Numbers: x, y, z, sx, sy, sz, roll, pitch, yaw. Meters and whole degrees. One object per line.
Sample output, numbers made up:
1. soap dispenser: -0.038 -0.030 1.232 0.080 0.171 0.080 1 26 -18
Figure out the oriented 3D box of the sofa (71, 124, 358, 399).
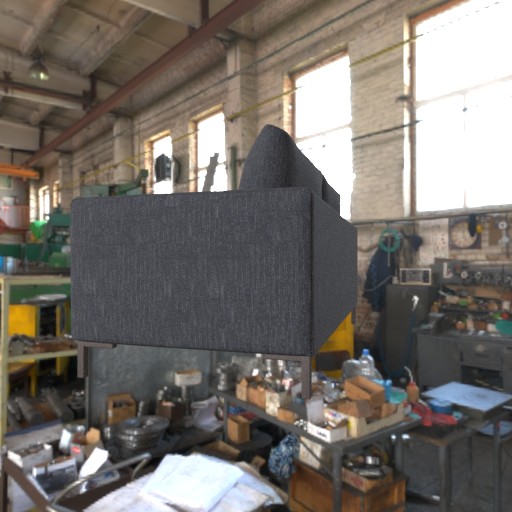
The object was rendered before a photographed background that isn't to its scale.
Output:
1. sofa: 0.000 0.000 2.212 0.866 0.862 1.716 0 -1 17
